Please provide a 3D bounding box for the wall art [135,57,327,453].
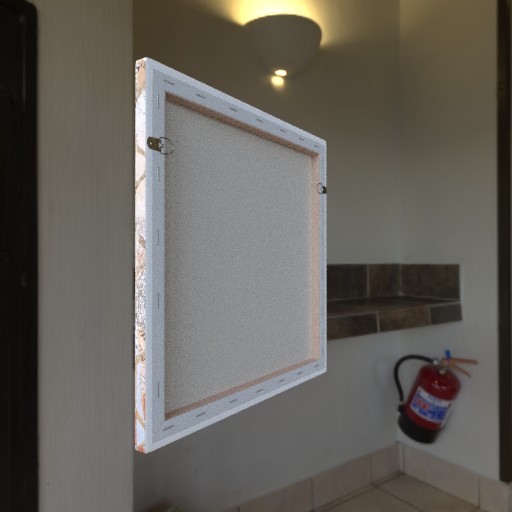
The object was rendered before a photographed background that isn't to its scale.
[{"bbox_3d":[0.000,0.000,1.393,0.039,0.914,0.912,0,0,36],"label":"wall art"}]
